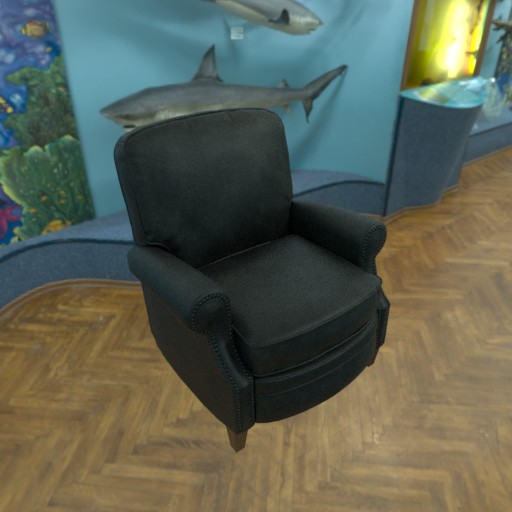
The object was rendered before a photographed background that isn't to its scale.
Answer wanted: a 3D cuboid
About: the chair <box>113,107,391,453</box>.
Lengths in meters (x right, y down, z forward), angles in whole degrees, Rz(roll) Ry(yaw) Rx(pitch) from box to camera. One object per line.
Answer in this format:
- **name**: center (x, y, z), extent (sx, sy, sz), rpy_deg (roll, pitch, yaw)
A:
- **chair**: center (0.000, 0.000, 1.779), extent (0.936, 1.018, 0.986), rpy_deg (-21, 36, -31)
